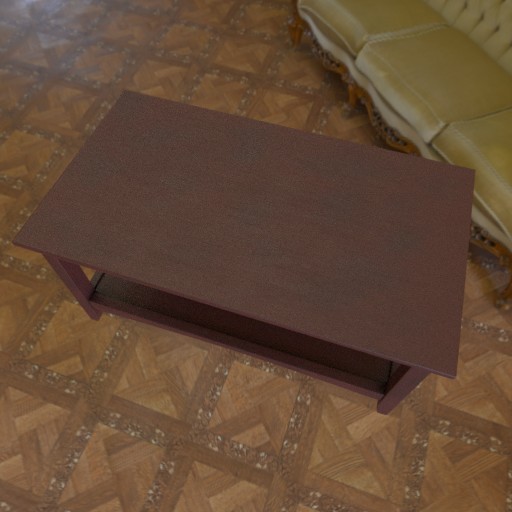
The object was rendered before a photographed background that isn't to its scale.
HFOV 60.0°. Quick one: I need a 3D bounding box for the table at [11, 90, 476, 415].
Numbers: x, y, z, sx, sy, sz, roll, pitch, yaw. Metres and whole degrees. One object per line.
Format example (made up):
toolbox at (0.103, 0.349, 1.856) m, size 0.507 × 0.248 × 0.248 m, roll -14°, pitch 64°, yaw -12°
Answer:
table at (0.000, 0.000, 1.207) m, size 0.943 × 0.456 × 0.533 m, roll 16°, pitch 60°, yaw 10°
